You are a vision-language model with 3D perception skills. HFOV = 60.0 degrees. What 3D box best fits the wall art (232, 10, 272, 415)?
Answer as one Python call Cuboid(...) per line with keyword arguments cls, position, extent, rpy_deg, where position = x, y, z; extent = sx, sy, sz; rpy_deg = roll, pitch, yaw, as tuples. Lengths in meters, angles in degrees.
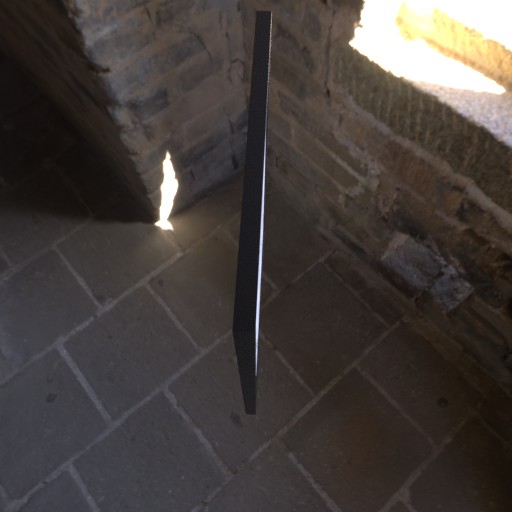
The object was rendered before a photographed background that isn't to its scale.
Cuboid(cls="wall art", position=(0.000, 0.000, 1.375), extent=(0.038, 1.062, 0.806), rpy_deg=(3, 63, 1))
